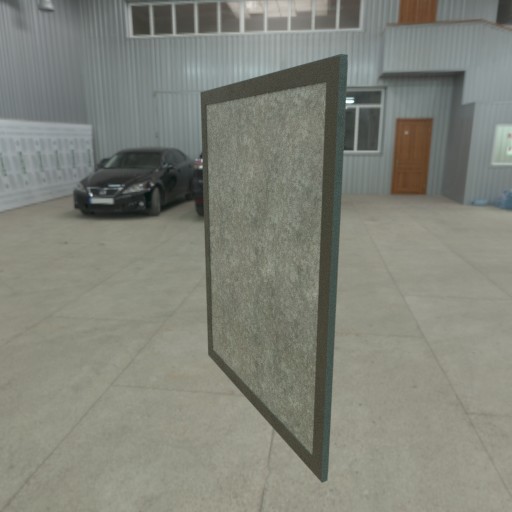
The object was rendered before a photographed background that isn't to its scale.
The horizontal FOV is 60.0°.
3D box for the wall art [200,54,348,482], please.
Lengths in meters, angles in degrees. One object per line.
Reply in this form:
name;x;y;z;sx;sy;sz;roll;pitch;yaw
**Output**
wall art;0.000;0.000;1.313;0.030;0.983;0.767;-7;16;-26
